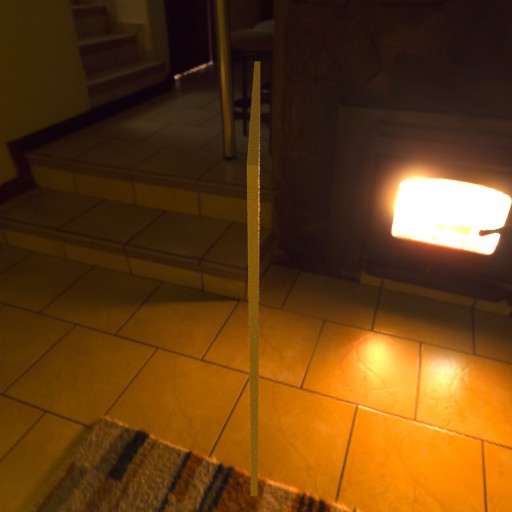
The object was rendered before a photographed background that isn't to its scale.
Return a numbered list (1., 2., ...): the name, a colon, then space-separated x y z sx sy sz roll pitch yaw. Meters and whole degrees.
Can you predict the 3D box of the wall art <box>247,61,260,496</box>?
1. wall art: 0.000 0.000 0.651 0.009 0.457 0.456 0 33 0
